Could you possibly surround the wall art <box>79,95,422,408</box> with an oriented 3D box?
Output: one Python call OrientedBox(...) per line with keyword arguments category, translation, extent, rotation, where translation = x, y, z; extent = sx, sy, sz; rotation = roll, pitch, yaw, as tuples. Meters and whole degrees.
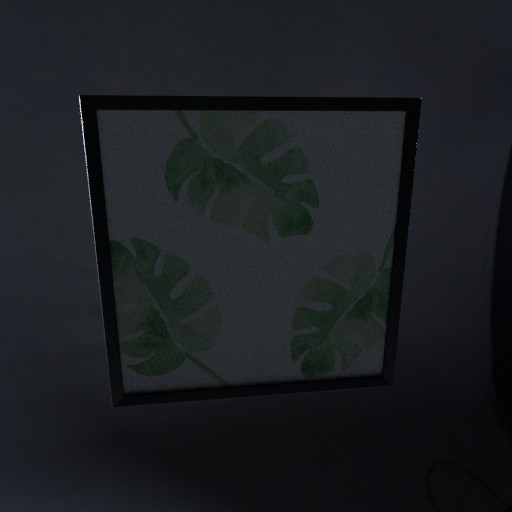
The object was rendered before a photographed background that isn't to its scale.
OrientedBox(category="wall art", translation=(0.000, 0.000, 0.451), extent=(0.304, 0.304, 0.038), rotation=(-2, 17, -7))
